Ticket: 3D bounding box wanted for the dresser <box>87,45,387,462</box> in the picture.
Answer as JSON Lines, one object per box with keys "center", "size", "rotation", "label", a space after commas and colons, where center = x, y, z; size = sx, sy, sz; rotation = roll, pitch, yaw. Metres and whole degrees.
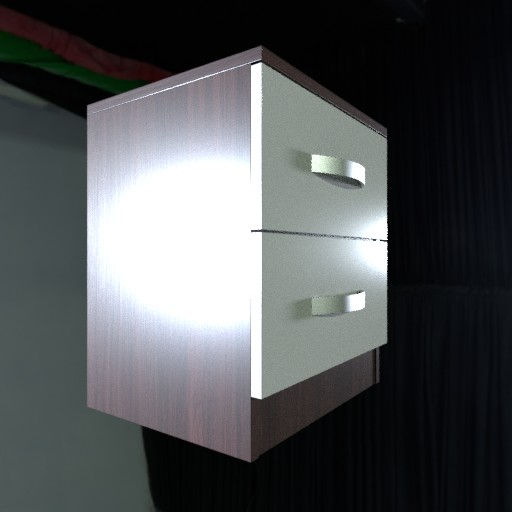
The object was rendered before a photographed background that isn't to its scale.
{"center": [0.000, 0.000, 0.747], "size": [0.360, 0.470, 0.400], "rotation": [0, 0, 36], "label": "dresser"}
